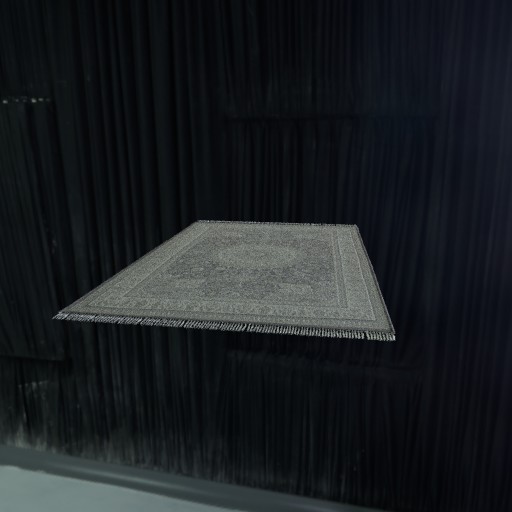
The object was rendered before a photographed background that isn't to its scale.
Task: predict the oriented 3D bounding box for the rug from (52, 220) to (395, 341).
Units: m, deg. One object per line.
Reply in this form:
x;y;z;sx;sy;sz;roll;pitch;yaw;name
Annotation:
0.000;0.000;3.056;1.528;0.010;2.440;2;15;8;rug
